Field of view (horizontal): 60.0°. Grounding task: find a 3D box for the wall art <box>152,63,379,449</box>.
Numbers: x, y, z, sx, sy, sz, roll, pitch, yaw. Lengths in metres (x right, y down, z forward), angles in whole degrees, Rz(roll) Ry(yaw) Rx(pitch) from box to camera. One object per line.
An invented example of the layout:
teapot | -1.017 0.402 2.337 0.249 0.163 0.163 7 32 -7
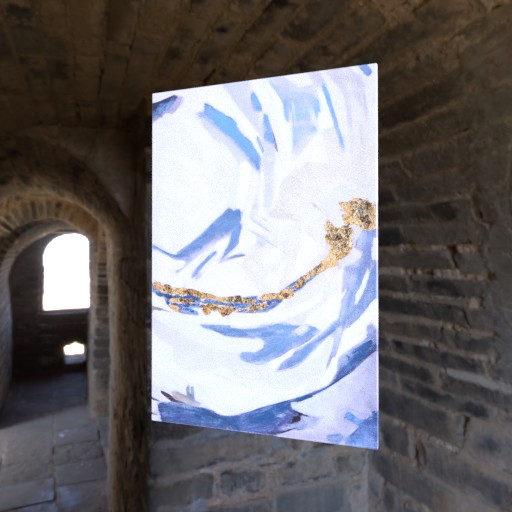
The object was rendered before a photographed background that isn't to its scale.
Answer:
wall art | 0.000 0.000 1.147 0.610 0.914 0.016 0 -1 18
